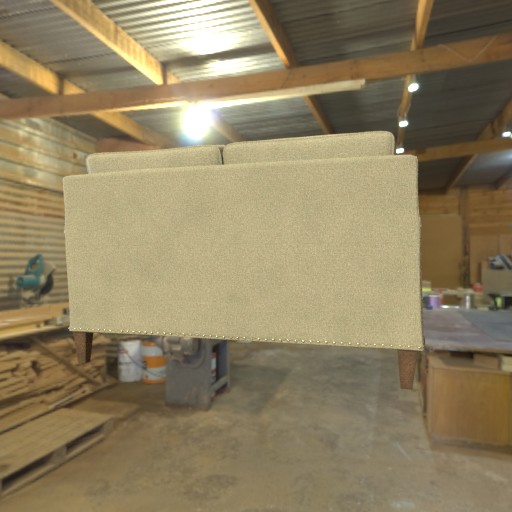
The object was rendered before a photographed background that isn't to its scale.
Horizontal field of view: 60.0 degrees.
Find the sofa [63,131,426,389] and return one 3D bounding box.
[{"bbox_3d":[0.000,0.000,2.277,1.597,1.003,1.084,0,0,16],"label":"sofa"}]
